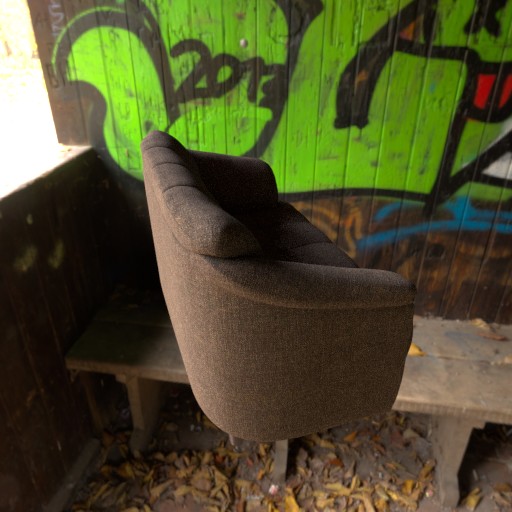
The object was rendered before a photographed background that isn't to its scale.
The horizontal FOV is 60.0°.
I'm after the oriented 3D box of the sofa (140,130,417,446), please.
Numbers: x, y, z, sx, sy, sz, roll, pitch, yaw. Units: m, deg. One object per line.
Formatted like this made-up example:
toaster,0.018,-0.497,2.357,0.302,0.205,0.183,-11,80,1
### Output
sofa,0.000,0.000,1.907,0.799,0.895,1.404,-10,31,-17
